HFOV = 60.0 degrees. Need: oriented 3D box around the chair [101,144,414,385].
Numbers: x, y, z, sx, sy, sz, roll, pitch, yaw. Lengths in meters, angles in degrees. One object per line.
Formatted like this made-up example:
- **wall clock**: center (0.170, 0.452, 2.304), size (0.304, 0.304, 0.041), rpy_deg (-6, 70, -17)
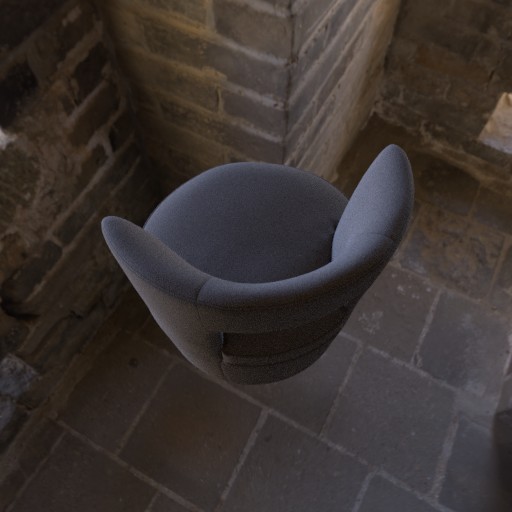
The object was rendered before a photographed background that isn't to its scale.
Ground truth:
- **chair**: center (0.000, 0.000, 1.269), size (0.689, 0.719, 0.660), rpy_deg (-16, 60, -10)
